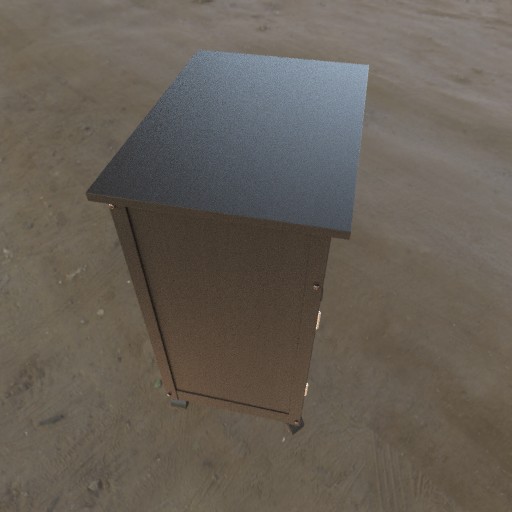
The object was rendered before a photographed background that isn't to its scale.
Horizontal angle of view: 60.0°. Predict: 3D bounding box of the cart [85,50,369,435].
[{"bbox_3d":[0.000,0.000,1.269,0.456,0.879,0.660,9,47,9],"label":"cart"}]
